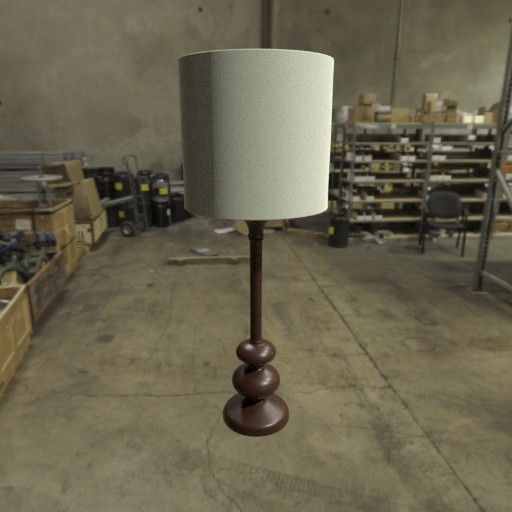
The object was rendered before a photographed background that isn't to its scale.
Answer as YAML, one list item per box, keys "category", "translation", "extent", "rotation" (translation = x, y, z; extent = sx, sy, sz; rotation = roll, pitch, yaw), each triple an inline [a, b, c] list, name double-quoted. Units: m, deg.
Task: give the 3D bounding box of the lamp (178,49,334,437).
- category: "lamp"
  translation: [0.000, 0.000, 0.823]
  extent: [0.254, 0.690, 0.254]
  rotation: [-2, 16, -7]
